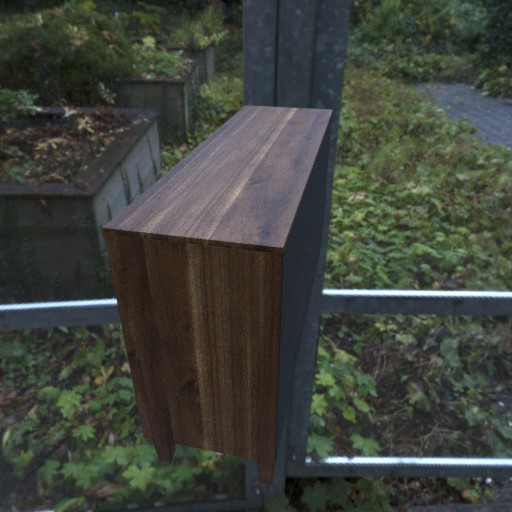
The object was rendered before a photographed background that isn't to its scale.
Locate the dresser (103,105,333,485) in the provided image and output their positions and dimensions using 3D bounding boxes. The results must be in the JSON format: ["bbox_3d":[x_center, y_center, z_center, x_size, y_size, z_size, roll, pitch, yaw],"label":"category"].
[{"bbox_3d":[0.000,0.000,1.810,0.438,0.892,1.387,7,31,11],"label":"dresser"}]
